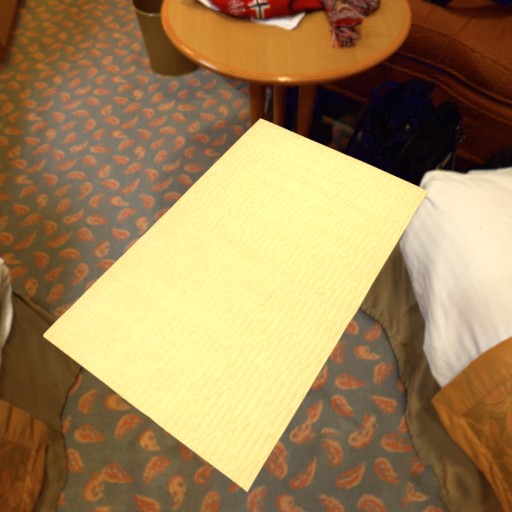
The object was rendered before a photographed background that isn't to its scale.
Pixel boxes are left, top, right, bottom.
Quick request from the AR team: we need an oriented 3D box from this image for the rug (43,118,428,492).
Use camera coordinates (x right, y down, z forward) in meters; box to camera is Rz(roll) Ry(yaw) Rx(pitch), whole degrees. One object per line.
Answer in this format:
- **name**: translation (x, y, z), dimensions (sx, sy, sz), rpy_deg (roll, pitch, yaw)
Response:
- **rug**: translation (0.000, 0.000, 3.040), dimensions (1.531, 0.014, 2.441), rpy_deg (29, 61, 18)
